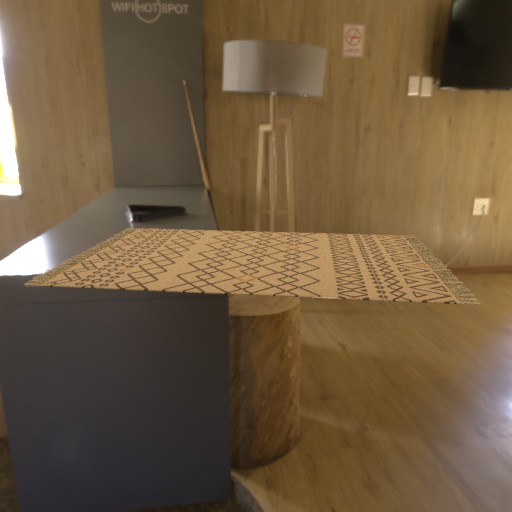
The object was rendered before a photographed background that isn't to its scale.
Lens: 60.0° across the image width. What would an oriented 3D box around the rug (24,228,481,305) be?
[{"bbox_3d":[0.000,0.000,2.498,2.023,0.028,1.224,2,16,7],"label":"rug"}]
